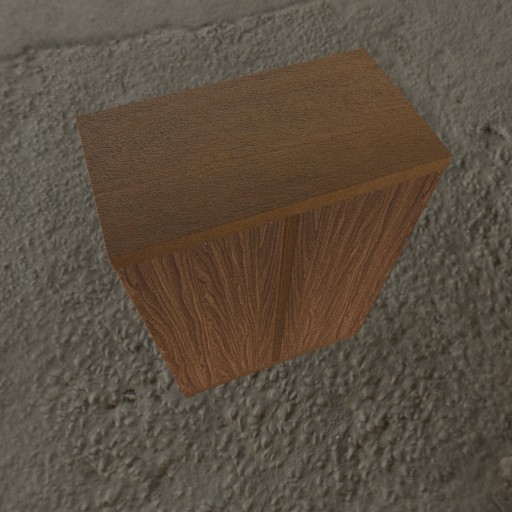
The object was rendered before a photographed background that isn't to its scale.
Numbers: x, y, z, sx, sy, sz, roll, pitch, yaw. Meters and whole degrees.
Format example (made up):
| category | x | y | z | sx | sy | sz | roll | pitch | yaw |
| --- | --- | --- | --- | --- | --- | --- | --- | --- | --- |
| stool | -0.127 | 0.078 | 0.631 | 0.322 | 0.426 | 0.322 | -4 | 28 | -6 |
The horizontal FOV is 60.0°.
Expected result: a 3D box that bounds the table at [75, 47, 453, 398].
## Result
| category | x | y | z | sx | sy | sz | roll | pitch | yaw |
| --- | --- | --- | --- | --- | --- | --- | --- | --- | --- |
| table | 0.000 | 0.000 | 1.754 | 0.901 | 1.294 | 0.524 | -18 | 60 | -10 |
